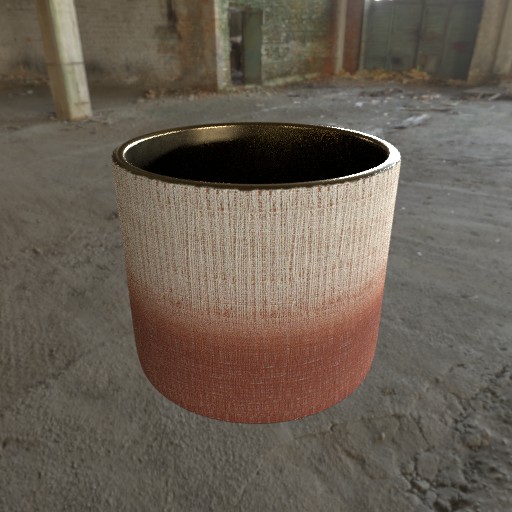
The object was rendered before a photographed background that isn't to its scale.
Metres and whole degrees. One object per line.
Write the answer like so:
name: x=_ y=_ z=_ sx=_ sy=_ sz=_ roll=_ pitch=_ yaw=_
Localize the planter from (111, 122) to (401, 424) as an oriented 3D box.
planter: x=0.000 y=0.000 z=0.444 sx=0.254 sy=0.221 sz=0.254 roll=0 pitch=26 yaw=0
